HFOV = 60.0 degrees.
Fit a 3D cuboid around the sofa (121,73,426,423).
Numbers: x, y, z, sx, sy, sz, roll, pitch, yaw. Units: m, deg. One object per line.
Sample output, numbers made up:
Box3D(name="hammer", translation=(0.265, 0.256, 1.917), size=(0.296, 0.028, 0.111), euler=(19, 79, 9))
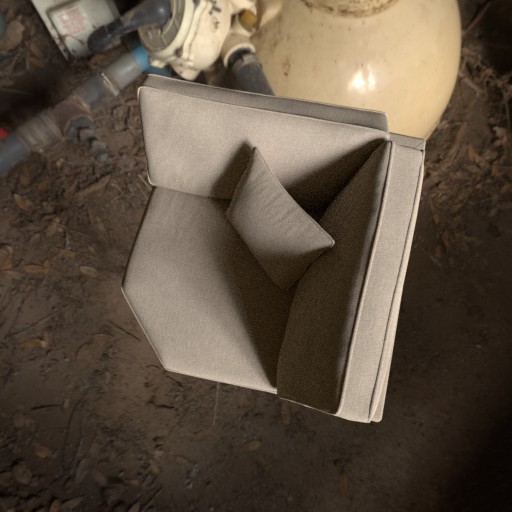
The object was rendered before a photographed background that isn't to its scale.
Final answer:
Box3D(name="sofa", translation=(0.000, 0.000, 1.811), size=(1.050, 0.937, 1.042), euler=(14, 75, 4))
